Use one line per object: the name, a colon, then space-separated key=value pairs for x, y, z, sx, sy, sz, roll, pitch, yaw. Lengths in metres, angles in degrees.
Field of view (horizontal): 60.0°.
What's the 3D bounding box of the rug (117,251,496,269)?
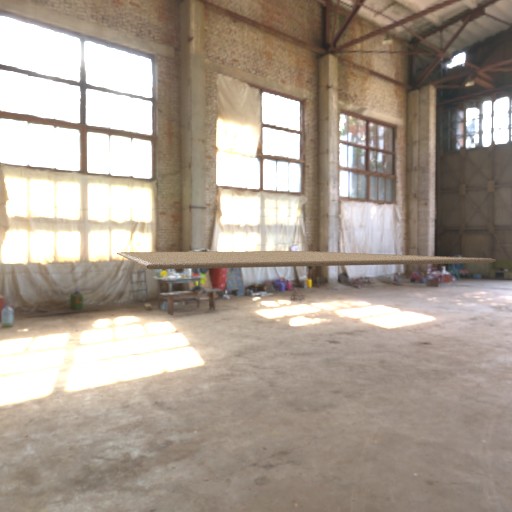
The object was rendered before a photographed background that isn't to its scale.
rug: x=0.000 y=0.000 z=2.684 sx=1.525 sy=0.020 sz=2.081 roll=-1 pitch=2 yaw=-20
